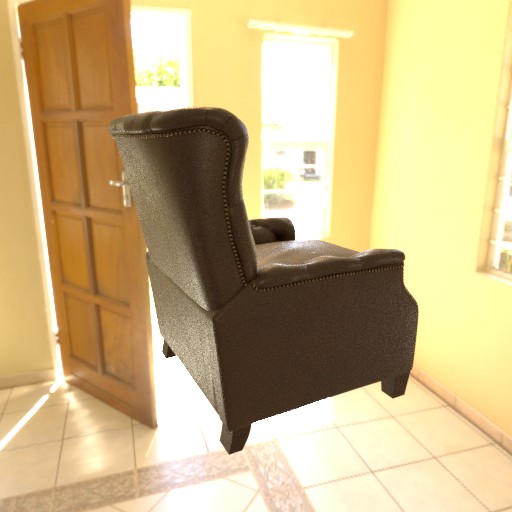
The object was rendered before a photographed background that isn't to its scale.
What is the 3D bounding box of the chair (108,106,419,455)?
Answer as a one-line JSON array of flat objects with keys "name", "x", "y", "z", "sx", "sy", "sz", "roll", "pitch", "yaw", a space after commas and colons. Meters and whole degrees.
[{"name": "chair", "x": 0.000, "y": 0.000, "z": 1.434, "sx": 0.823, "sy": 0.864, "sz": 0.709, "roll": -7, "pitch": 16, "yaw": -26}]
